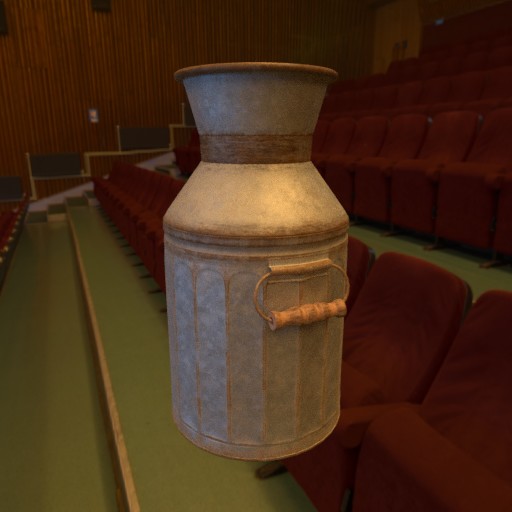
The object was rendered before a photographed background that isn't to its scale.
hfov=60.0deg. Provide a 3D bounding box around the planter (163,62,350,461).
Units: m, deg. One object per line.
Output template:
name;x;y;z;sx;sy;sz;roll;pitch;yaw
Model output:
planter;0.000;0.000;0.519;0.214;0.396;0.245;-7;17;-24
